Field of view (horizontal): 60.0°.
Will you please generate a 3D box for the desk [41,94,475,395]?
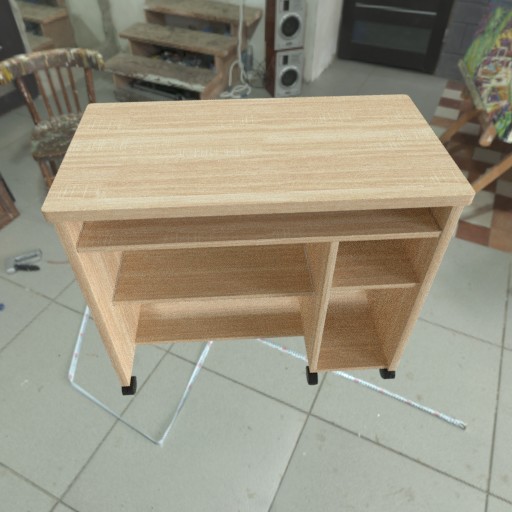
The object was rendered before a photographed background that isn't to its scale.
[{"bbox_3d":[0.000,0.000,1.333,0.884,0.770,0.480,-3,45,-3],"label":"desk"}]
